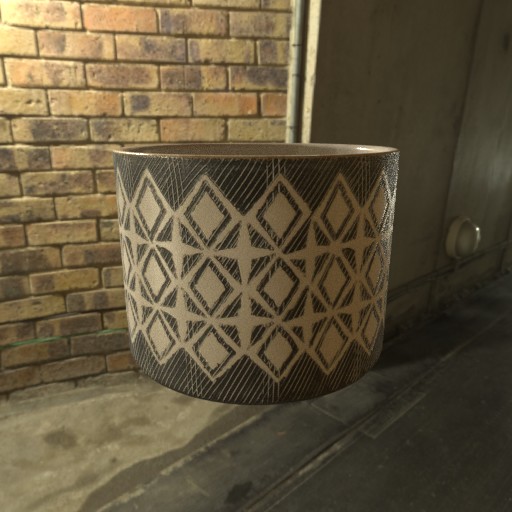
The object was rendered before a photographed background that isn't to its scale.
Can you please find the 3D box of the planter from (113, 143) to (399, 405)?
[{"bbox_3d":[0.000,0.000,0.219,0.126,0.104,0.126,0,16,0],"label":"planter"}]
